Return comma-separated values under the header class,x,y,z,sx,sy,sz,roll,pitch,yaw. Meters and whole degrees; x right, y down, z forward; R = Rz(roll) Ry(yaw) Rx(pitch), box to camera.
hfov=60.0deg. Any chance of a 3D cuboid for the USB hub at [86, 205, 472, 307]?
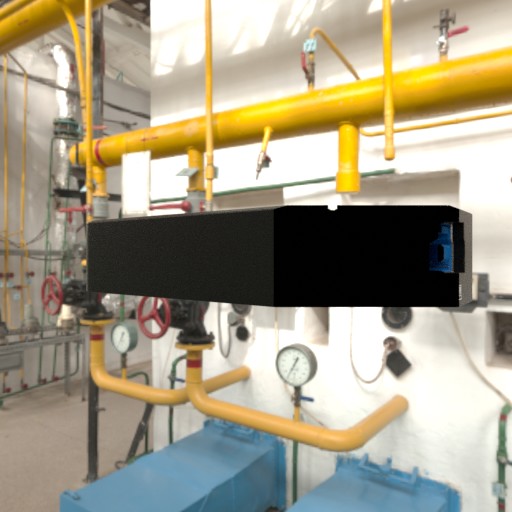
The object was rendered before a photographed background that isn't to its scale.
class,x,y,z,sx,sy,sz,roll,pitch,yaw
USB hub,0.000,0.000,0.130,0.110,0.023,0.044,0,0,36
